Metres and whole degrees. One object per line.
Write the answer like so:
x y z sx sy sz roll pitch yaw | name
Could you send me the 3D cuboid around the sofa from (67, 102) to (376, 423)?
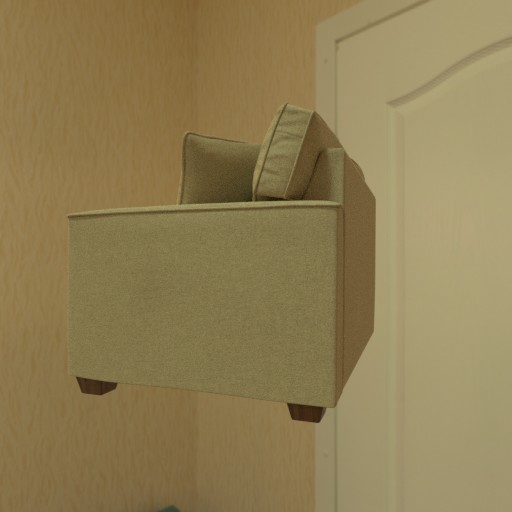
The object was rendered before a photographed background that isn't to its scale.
0.000 0.000 2.063 0.991 0.989 1.388 0 0 20 | sofa
